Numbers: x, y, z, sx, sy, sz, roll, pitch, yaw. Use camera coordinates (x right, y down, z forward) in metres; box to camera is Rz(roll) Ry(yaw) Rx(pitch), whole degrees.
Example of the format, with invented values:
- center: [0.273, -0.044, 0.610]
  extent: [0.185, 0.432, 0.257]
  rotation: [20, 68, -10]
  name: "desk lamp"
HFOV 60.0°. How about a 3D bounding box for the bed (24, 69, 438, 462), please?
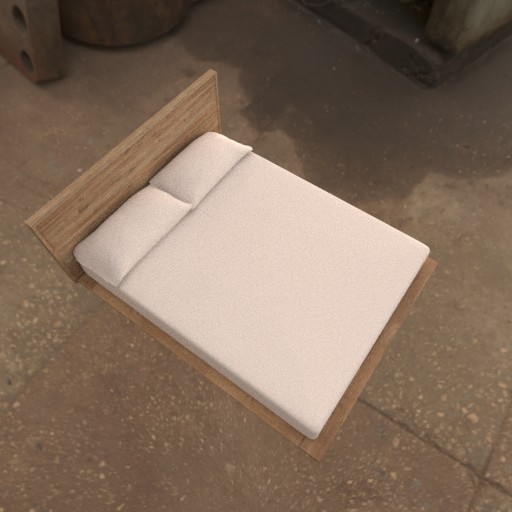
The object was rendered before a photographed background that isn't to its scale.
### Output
- center: [0.000, 0.000, 3.137]
  extent: [2.145, 1.071, 1.759]
  rotation: [32, 64, 18]
  name: "bed"
